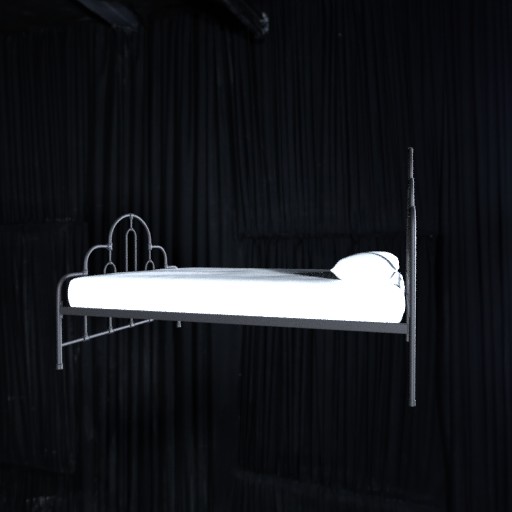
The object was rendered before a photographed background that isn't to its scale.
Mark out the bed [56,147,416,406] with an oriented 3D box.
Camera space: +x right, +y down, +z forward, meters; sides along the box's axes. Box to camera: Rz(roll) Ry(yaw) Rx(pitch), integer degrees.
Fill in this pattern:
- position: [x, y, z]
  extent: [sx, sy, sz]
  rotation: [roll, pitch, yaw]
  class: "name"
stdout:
- position: [0.000, 0.000, 3.250]
  extent: [2.163, 1.429, 1.640]
  rotation: [0, 1, 18]
  class: "bed"
